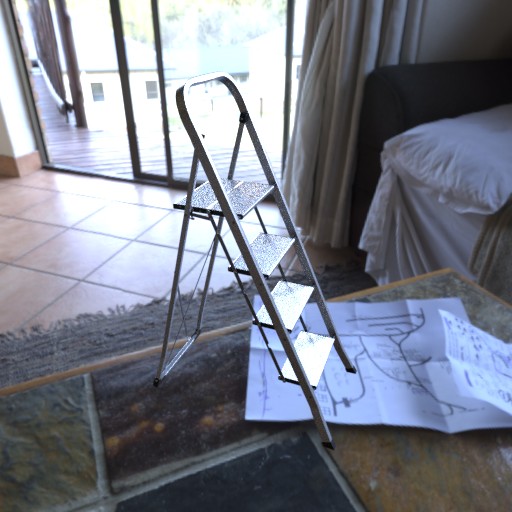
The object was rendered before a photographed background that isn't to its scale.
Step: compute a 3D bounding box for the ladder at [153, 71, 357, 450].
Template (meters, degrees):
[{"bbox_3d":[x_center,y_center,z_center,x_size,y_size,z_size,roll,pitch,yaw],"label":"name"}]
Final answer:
[{"bbox_3d":[0.000,0.000,1.707,0.830,1.290,0.465,11,30,19],"label":"ladder"}]
